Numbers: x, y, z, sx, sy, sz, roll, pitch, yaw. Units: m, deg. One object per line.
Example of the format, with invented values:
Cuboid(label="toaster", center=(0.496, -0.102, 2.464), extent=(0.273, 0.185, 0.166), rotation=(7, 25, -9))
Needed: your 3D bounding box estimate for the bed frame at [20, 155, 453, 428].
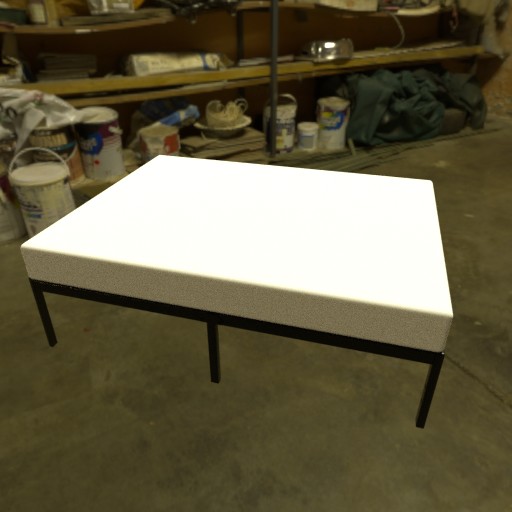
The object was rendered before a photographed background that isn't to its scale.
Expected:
Cuboid(label="bed frame", center=(0.000, 0.000, 2.767), extent=(2.072, 0.659, 1.557), rotation=(8, 31, 14))
